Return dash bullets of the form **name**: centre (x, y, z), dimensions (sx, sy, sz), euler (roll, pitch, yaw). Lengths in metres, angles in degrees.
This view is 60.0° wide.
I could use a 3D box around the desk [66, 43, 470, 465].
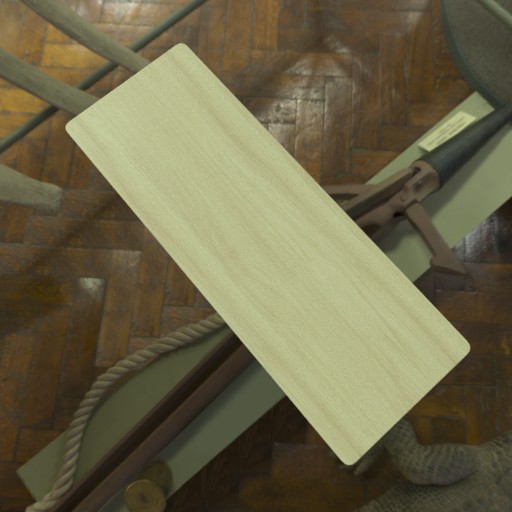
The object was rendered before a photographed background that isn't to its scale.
- **desk**: centre (0.000, 0.000, 1.873), dimensions (0.550, 0.755, 1.500), euler (-40, 80, -9)
